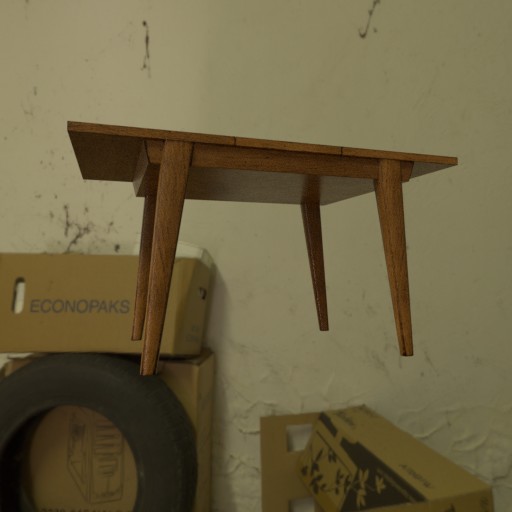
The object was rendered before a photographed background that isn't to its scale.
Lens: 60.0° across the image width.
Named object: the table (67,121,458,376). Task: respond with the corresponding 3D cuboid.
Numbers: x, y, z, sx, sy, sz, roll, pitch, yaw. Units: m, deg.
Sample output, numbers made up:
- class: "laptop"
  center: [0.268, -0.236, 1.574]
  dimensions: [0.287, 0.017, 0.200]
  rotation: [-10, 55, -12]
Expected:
- class: "table"
  center: [0.000, 0.000, 1.855]
  dimensions: [1.400, 0.760, 0.757]
  rotation: [0, -1, -18]
